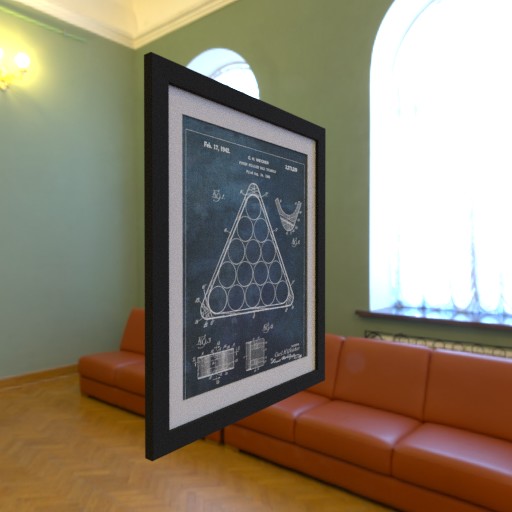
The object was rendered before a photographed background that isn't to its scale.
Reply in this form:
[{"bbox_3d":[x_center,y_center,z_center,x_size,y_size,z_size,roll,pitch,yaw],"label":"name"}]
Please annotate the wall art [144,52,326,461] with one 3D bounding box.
[{"bbox_3d":[0.000,0.000,0.516,0.010,0.361,0.311,1,1,38],"label":"wall art"}]
